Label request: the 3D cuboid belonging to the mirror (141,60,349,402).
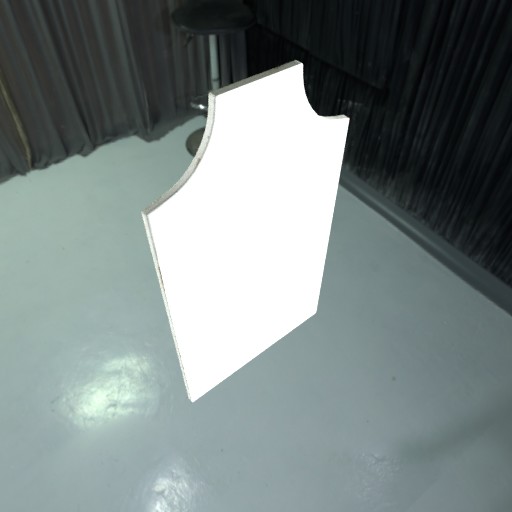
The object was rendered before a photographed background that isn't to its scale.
[{"bbox_3d":[0.000,0.000,0.861,0.403,0.717,0.022,-31,55,-25],"label":"mirror"}]
